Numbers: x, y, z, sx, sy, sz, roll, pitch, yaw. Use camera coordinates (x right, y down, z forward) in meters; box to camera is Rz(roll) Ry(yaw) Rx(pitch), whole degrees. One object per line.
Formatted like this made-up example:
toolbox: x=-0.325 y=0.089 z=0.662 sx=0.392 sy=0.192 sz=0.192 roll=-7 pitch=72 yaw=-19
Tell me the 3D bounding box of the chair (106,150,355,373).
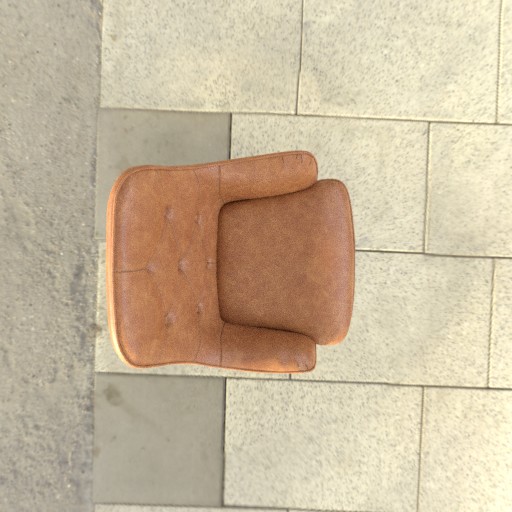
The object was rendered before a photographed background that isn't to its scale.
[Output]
chair: x=0.000 y=0.000 z=1.346 sx=0.615 sy=0.909 sz=0.628 roll=0 pitch=91 yaw=0
